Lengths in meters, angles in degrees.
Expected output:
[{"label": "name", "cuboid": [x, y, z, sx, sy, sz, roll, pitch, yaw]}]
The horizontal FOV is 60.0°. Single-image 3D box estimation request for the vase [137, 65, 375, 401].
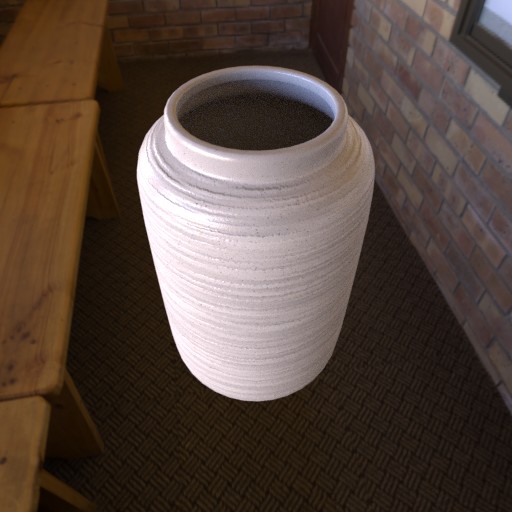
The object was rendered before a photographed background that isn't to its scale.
[{"label": "vase", "cuboid": [0.000, 0.000, 0.457, 0.202, 0.335, 0.202, 0, 47, 0]}]
